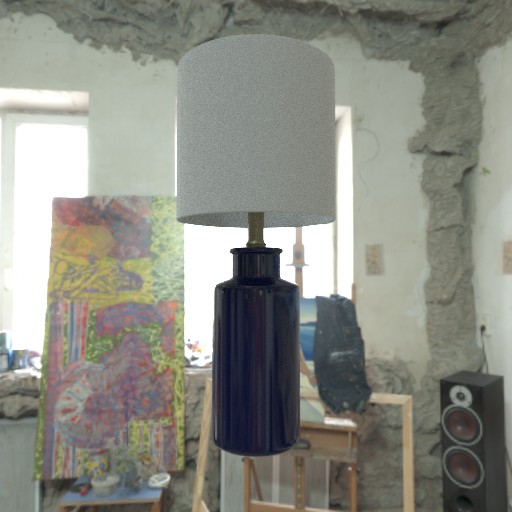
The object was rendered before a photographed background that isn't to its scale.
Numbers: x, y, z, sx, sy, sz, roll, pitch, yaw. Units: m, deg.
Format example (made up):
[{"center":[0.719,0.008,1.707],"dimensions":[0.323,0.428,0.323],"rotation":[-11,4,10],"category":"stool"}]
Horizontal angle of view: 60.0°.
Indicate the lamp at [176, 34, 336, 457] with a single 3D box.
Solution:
[{"center":[0.000,0.000,0.597],"dimensions":[0.212,0.493,0.212],"rotation":[1,-2,-36],"category":"lamp"}]
